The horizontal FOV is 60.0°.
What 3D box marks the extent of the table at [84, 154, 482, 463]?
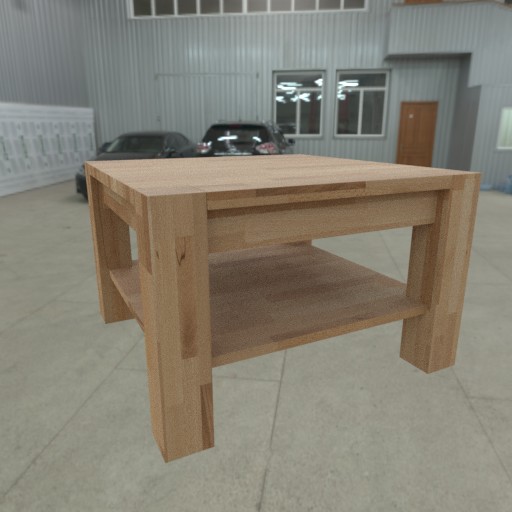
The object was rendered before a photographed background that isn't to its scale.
[{"bbox_3d":[0.000,0.000,1.132,0.700,0.451,0.700,-8,18,-26],"label":"table"}]
